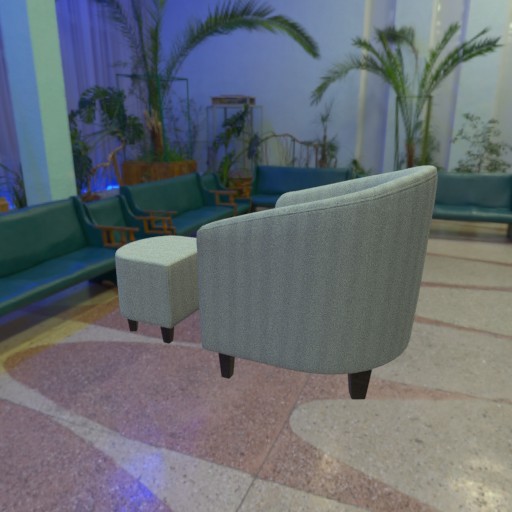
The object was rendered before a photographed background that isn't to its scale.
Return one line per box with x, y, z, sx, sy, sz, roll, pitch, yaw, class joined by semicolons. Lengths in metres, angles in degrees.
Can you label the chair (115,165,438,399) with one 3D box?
0.000;0.000;1.781;1.288;0.757;0.756;8;18;24;chair
